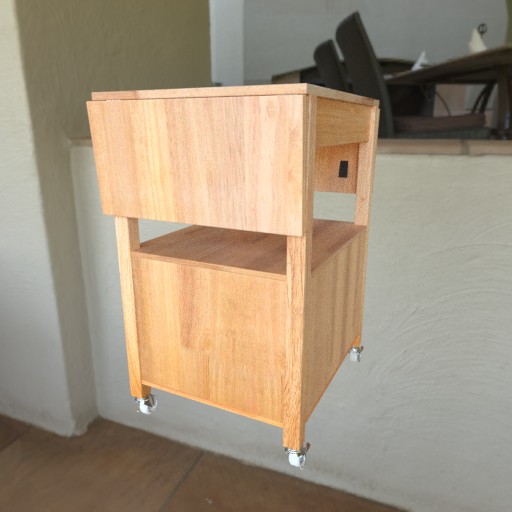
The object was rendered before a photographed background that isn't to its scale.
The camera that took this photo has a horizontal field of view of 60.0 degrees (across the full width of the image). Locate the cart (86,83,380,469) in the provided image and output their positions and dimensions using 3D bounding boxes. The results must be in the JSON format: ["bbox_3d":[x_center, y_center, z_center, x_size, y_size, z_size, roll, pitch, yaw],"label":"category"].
[{"bbox_3d":[0.000,0.000,1.238,0.508,0.838,0.640,8,18,25],"label":"cart"}]
